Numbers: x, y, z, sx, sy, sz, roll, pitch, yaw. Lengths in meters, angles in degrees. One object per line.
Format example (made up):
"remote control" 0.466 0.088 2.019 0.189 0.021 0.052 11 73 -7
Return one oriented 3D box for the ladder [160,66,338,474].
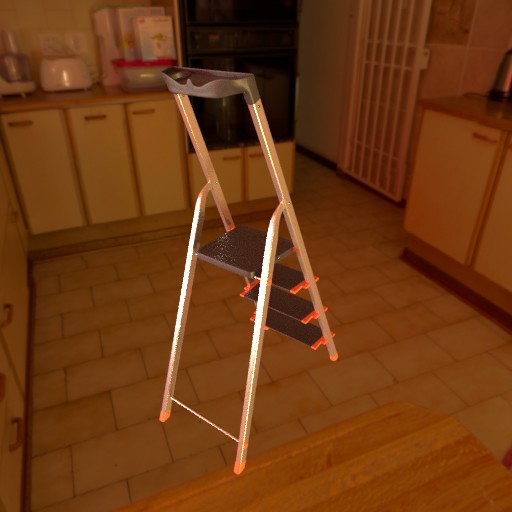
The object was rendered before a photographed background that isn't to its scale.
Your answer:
"ladder" 0.000 0.000 1.784 0.452 1.429 0.834 20 35 31
